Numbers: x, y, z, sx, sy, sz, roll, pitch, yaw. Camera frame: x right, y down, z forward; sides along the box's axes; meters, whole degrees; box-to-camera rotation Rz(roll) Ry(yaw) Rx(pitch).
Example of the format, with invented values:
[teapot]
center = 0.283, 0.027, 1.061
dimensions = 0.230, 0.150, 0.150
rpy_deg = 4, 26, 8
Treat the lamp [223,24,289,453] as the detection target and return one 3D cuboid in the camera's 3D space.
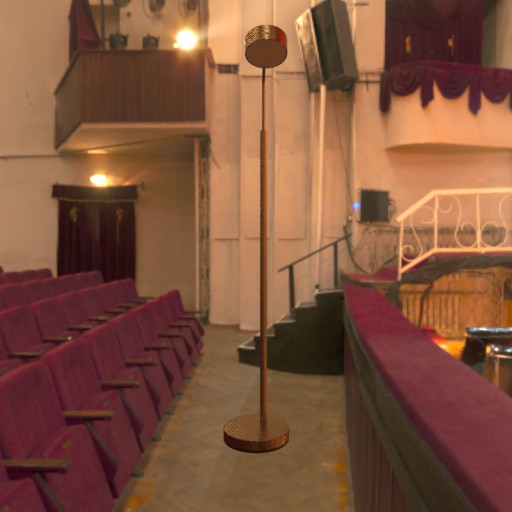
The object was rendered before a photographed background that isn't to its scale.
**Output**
[lamp]
center = 0.000, 0.000, 1.375
dimensions = 0.219, 1.230, 0.418
rpy_deg = 0, 1, 1
